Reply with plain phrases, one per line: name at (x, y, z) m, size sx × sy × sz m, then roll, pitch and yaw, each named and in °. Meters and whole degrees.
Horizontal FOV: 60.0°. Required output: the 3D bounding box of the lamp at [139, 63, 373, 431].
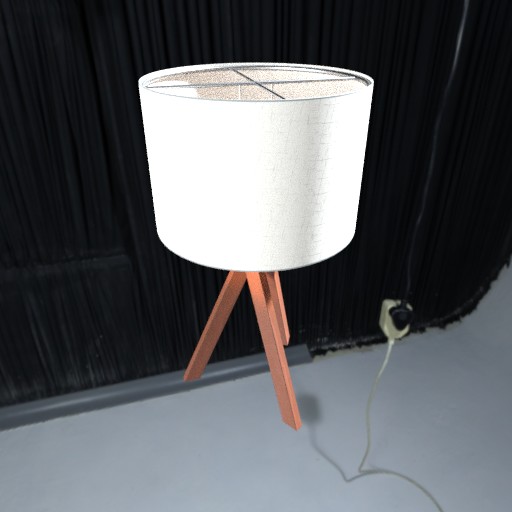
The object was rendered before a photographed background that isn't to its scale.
lamp at (0.000, 0.000, 0.908) m, size 0.380 × 0.686 × 0.380 m, roll -8°, pitch 31°, yaw -14°
